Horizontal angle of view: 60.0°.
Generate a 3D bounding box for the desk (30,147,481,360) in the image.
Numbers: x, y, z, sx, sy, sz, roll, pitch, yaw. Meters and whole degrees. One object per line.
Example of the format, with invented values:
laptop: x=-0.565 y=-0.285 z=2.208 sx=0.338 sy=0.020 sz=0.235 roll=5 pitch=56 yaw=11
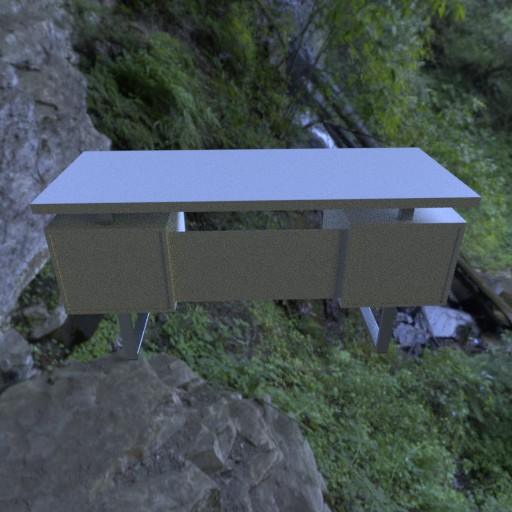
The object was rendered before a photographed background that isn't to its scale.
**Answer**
desk: x=0.000 y=0.000 z=1.948 sx=1.530 sy=0.773 sz=0.603 roll=-1 pitch=30 yaw=-2
